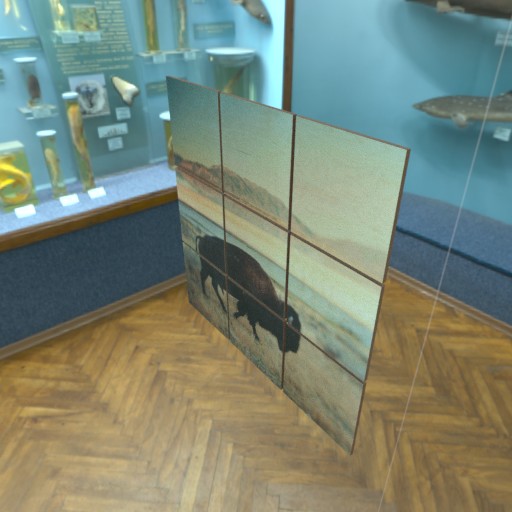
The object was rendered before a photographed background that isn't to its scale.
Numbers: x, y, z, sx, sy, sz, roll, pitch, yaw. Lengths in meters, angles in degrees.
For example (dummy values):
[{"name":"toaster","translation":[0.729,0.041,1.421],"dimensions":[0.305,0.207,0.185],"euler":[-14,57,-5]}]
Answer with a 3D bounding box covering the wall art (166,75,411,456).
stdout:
[{"name":"wall art","translation":[0.000,0.000,1.344],"dimensions":[0.018,0.904,0.906],"euler":[-22,38,-31]}]
